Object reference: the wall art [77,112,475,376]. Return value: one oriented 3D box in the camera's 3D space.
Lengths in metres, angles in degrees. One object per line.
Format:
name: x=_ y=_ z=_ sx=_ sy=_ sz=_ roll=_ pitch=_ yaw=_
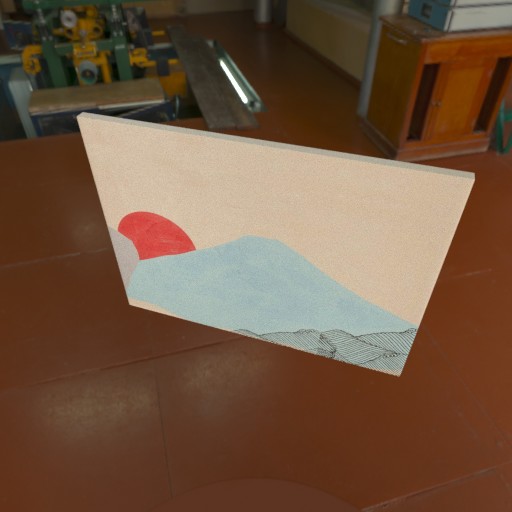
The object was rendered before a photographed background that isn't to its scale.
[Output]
wall art: x=0.000 y=0.000 z=1.619 sx=1.219 sy=0.912 sz=0.042 roll=12 pitch=43 yaw=14
